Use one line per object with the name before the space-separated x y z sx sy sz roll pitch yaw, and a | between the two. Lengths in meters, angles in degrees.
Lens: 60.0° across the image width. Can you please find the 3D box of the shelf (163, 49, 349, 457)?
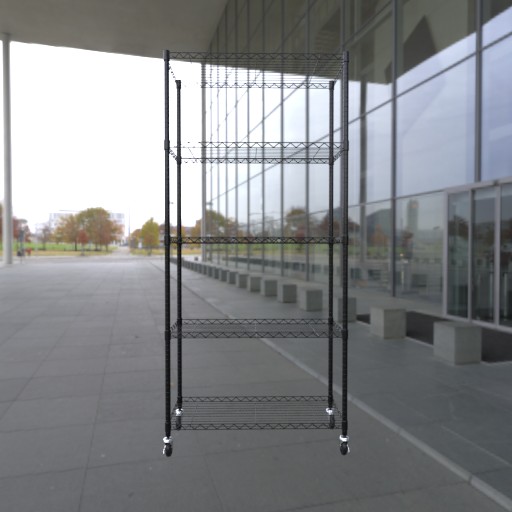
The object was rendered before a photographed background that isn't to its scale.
shelf | 0.000 0.000 1.950 0.762 1.645 0.356 0 1 -1
